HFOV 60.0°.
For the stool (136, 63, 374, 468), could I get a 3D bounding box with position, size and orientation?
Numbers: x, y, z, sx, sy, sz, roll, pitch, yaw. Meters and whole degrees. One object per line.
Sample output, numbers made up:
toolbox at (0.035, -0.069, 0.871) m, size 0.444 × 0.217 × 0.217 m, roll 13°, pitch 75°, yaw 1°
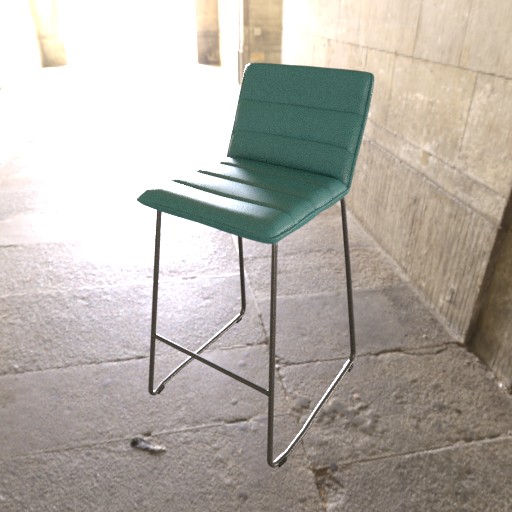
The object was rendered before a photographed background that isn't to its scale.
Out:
stool at (0.000, 0.000, 1.234) m, size 0.489 × 0.936 × 0.524 m, roll 18°, pitch 34°, yaw 29°
